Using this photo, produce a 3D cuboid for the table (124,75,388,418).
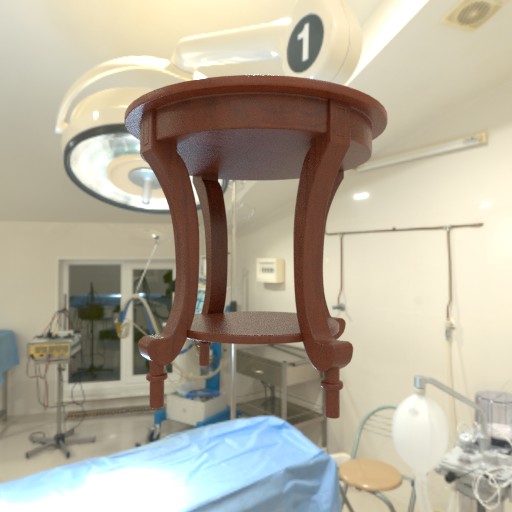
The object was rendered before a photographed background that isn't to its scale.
[{"bbox_3d":[0.000,0.000,1.047,0.597,0.612,0.597,0,0,0],"label":"table"}]
